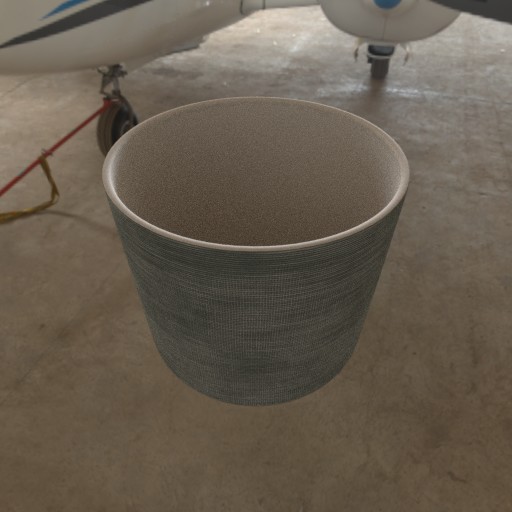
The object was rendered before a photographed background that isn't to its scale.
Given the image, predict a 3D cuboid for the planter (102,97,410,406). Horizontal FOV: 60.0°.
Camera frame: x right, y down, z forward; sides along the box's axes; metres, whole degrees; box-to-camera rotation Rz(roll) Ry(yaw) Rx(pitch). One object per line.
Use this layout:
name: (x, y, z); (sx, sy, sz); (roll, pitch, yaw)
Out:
planter: (0.000, 0.000, 0.783); (0.440, 0.398, 0.440); (0, 41, 0)
